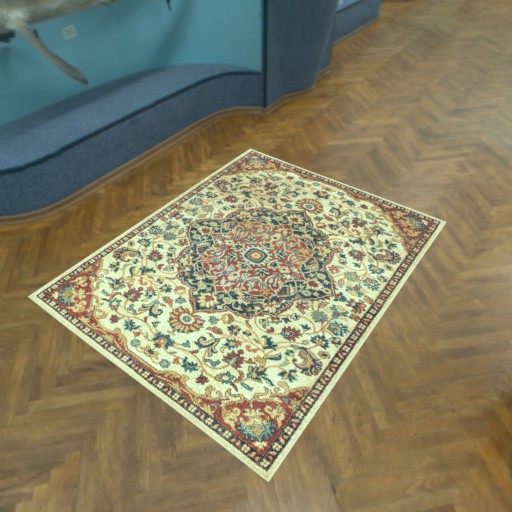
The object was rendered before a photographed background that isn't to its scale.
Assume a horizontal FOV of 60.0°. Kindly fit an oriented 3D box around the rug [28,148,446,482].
[{"bbox_3d":[0.000,0.000,4.048,2.454,0.005,3.067,27,49,26],"label":"rug"}]
